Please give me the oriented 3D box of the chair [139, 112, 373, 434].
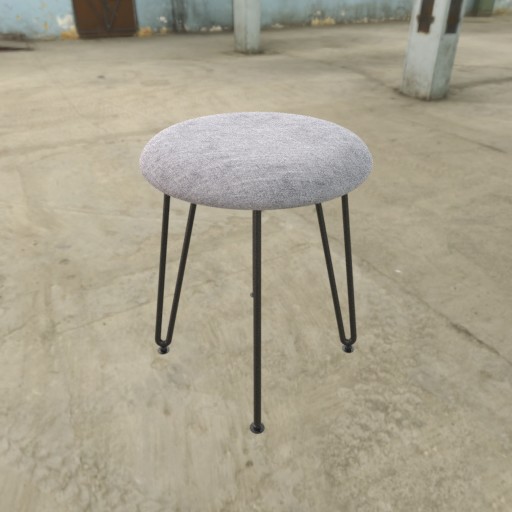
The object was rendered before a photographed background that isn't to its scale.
[{"bbox_3d":[0.000,0.000,0.683,0.350,0.386,0.350,0,31,-1],"label":"chair"}]
